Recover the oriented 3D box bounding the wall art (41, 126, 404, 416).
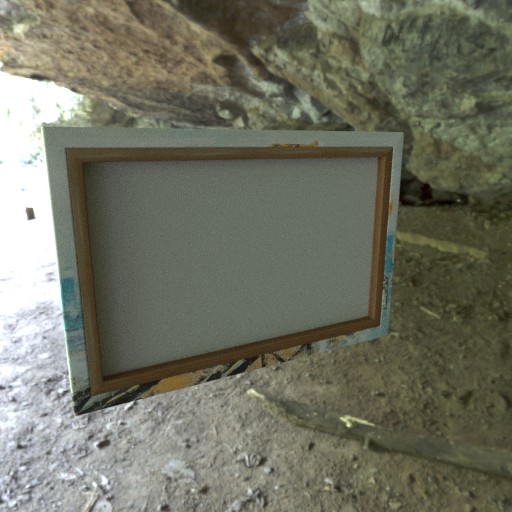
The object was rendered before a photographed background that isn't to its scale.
[{"bbox_3d":[0.000,0.000,1.115,0.913,0.609,0.038,-7,16,-27],"label":"wall art"}]
